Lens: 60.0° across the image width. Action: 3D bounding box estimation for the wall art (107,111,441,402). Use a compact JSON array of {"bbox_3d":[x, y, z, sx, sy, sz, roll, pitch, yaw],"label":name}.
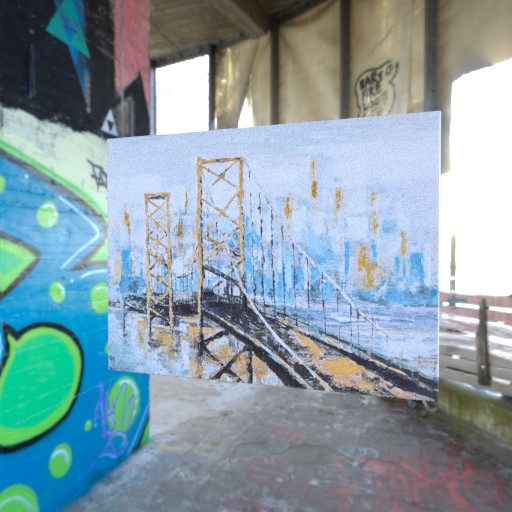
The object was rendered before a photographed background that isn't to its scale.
[{"bbox_3d":[0.000,0.000,1.325,1.016,0.762,0.038,0,1,17],"label":"wall art"}]
